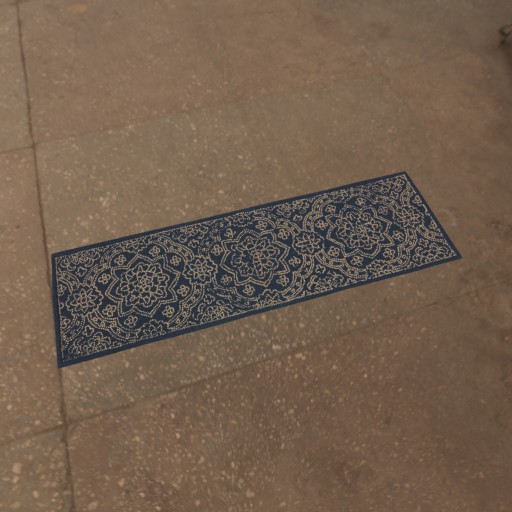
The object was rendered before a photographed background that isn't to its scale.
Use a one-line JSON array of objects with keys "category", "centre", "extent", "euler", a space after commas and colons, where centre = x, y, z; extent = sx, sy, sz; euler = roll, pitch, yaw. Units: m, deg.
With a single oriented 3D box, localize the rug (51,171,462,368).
[{"category": "rug", "centre": [0.000, 0.000, 2.754], "extent": [2.448, 0.012, 0.769], "euler": [-14, 58, -9]}]
